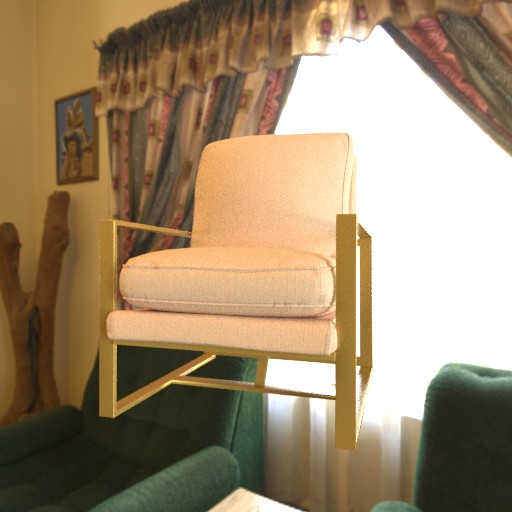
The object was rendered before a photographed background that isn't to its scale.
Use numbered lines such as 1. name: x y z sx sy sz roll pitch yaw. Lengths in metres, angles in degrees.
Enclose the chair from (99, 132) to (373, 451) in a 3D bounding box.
1. chair: 0.000 0.000 1.557 0.758 0.956 0.813 0 1 18
